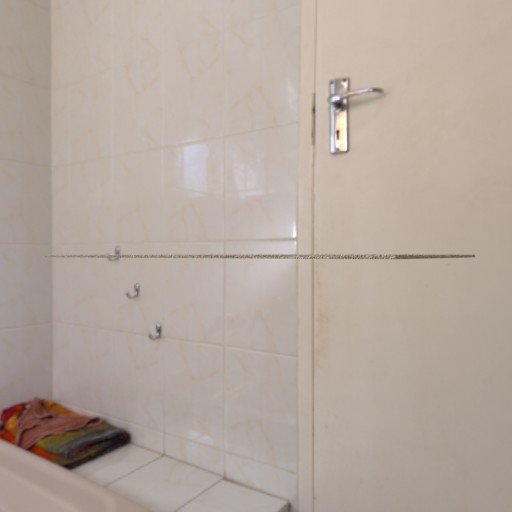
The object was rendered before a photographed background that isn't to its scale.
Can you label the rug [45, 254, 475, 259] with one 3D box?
[{"bbox_3d":[0.000,0.000,2.829,2.297,0.018,1.532,0,0,36],"label":"rug"}]
